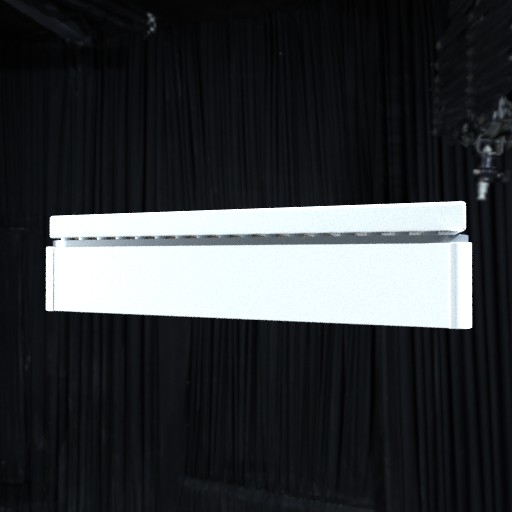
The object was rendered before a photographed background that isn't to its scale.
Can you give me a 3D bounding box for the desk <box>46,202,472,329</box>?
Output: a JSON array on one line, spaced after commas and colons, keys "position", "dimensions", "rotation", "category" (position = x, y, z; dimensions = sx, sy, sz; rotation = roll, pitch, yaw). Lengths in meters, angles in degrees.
[{"position": [0.000, 0.000, 2.274], "dimensions": [1.900, 0.526, 0.900], "rotation": [0, 0, 18], "category": "desk"}]
